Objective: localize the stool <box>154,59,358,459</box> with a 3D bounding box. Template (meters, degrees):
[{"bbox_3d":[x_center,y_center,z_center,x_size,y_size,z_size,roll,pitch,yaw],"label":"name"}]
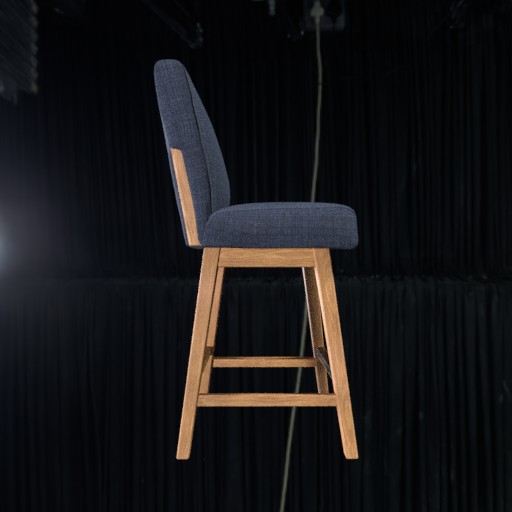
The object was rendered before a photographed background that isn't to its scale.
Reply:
[{"bbox_3d":[0.000,0.000,1.330,0.526,1.010,0.459,0,0,0],"label":"stool"}]
